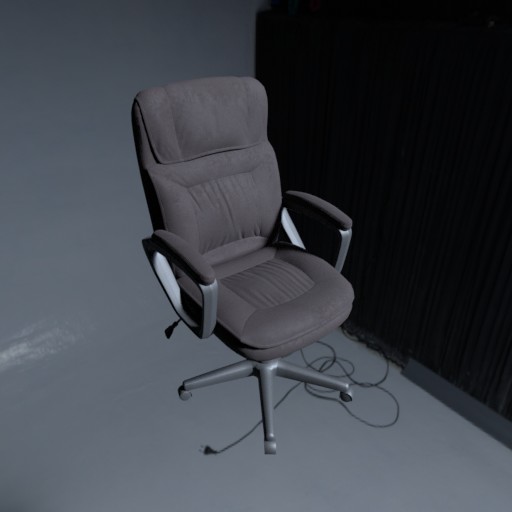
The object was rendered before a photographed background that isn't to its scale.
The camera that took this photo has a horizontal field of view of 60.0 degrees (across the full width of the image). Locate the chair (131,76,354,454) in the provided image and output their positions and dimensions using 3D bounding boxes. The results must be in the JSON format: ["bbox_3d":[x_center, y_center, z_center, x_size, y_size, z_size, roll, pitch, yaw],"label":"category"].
[{"bbox_3d":[0.000,0.000,1.565,0.667,1.105,0.724,-21,36,-31],"label":"chair"}]
